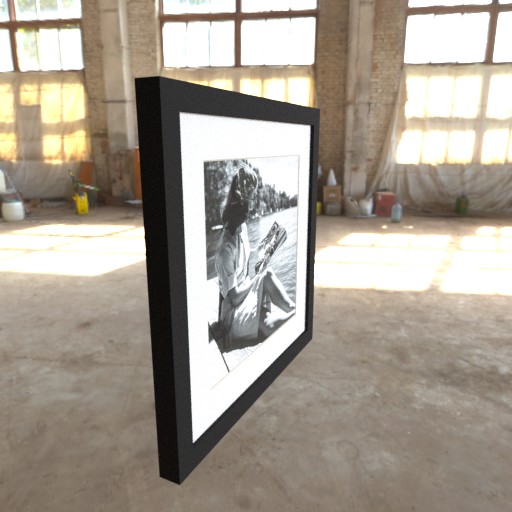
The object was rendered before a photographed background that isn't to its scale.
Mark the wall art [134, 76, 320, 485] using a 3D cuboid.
[{"bbox_3d":[0.000,0.000,0.680,0.030,0.458,0.462,7,16,26],"label":"wall art"}]
